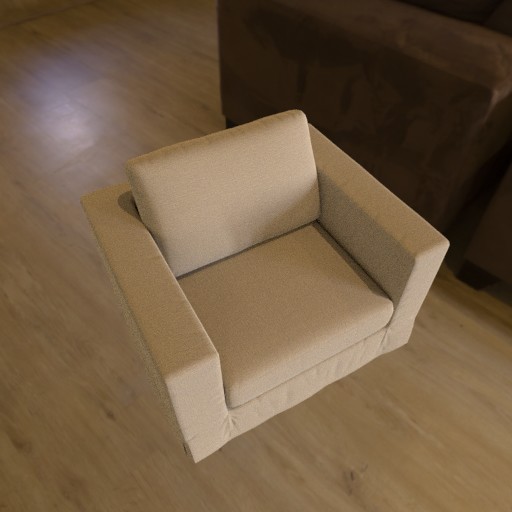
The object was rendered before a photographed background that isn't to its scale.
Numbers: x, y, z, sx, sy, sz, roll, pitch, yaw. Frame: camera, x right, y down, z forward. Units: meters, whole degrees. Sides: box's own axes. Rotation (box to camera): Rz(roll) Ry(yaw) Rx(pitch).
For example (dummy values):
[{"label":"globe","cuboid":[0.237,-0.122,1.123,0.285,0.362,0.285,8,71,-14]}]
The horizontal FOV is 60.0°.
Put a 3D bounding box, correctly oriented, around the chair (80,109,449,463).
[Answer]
[{"label":"chair","cuboid":[0.000,0.000,1.841,1.150,0.878,0.957,-23,52,-19]}]
